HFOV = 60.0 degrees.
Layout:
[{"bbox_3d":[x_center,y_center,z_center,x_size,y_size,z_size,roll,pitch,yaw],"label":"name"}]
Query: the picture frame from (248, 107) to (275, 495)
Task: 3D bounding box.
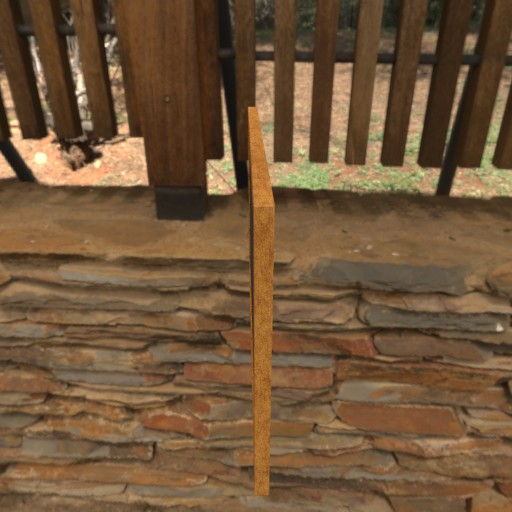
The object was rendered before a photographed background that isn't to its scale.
[{"bbox_3d":[0.000,0.000,1.168,0.029,0.621,0.922,-1,27,-1],"label":"picture frame"}]
